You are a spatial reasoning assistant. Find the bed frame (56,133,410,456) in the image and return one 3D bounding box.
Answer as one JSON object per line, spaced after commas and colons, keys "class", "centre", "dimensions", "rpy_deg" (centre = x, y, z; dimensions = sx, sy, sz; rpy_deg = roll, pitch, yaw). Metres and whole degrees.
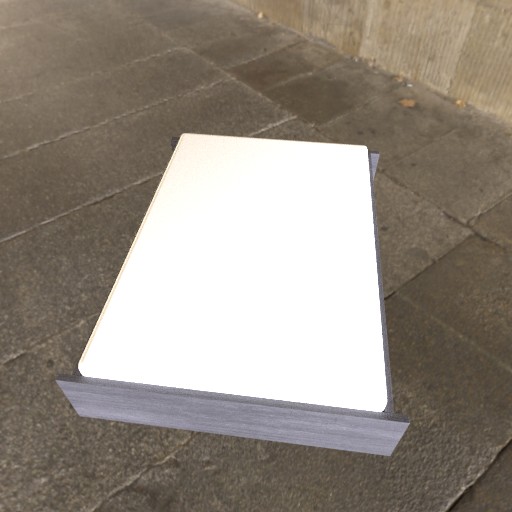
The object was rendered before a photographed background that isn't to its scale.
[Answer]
{"class": "bed frame", "centre": [0.000, 0.000, 2.608], "dimensions": [1.490, 0.432, 1.950], "rpy_deg": [5, 47, 5]}
